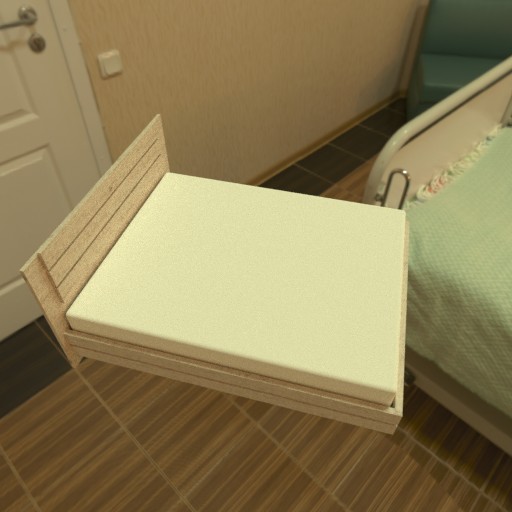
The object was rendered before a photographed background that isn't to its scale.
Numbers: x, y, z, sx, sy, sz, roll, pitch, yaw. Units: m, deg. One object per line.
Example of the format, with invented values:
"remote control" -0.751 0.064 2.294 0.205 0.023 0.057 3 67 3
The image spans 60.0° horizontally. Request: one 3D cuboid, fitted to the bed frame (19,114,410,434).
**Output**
"bed frame" 0.000 0.000 3.042 2.080 0.970 1.750 11 46 11
